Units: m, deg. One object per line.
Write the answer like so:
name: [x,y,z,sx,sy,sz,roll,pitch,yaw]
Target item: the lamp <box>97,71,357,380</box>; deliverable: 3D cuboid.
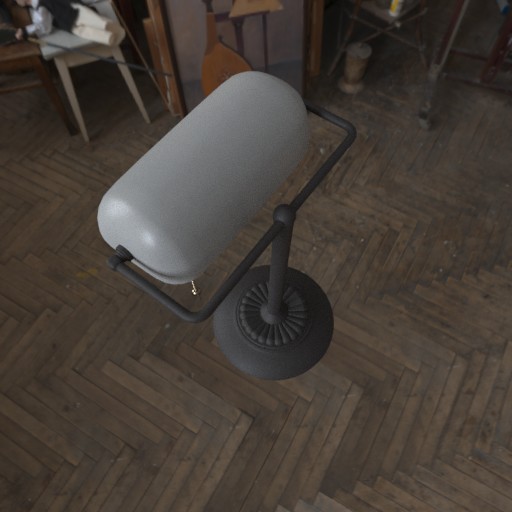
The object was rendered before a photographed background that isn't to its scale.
lamp: [0.000,0.000,0.515,0.243,0.339,0.264,33,68,16]
